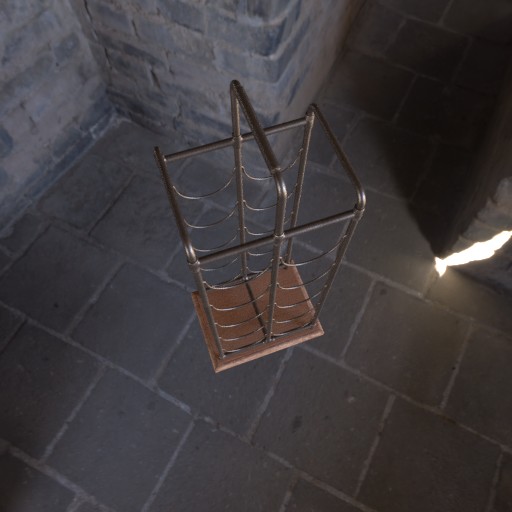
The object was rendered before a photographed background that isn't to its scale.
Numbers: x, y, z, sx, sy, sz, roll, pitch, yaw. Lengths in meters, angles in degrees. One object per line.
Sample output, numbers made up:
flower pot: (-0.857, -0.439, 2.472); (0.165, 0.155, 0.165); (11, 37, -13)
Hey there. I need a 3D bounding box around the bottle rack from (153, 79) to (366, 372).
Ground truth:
bottle rack: (0.000, 0.000, 0.799); (0.276, 0.680, 0.208); (-18, 66, -8)
